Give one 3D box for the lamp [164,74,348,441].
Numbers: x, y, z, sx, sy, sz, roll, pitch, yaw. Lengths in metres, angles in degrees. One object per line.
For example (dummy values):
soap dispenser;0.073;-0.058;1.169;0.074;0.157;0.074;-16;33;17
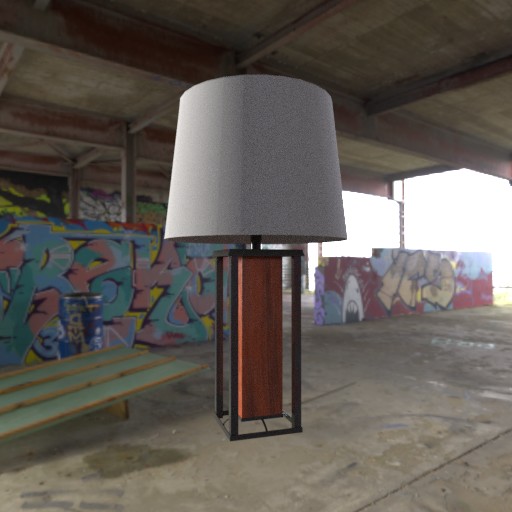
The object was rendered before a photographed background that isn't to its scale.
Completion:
lamp;0.000;0.000;0.784;0.320;0.591;0.320;0;-1;0
